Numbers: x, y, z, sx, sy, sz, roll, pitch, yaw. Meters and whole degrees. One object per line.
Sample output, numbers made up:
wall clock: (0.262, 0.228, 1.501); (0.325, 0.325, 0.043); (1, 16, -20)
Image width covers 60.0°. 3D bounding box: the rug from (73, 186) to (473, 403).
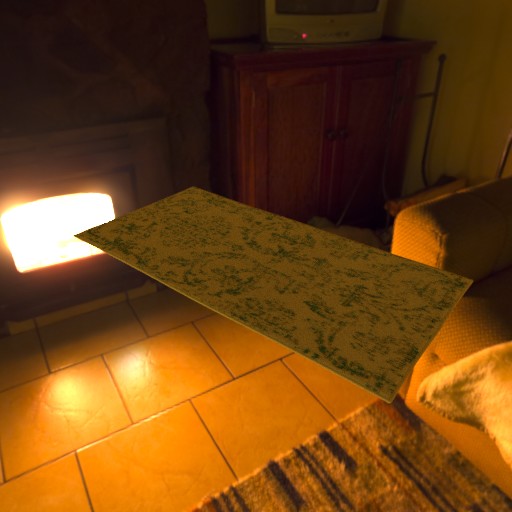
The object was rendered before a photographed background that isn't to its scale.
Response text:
rug: (0.000, 0.000, 1.478); (1.220, 0.007, 0.605); (22, 37, 32)
